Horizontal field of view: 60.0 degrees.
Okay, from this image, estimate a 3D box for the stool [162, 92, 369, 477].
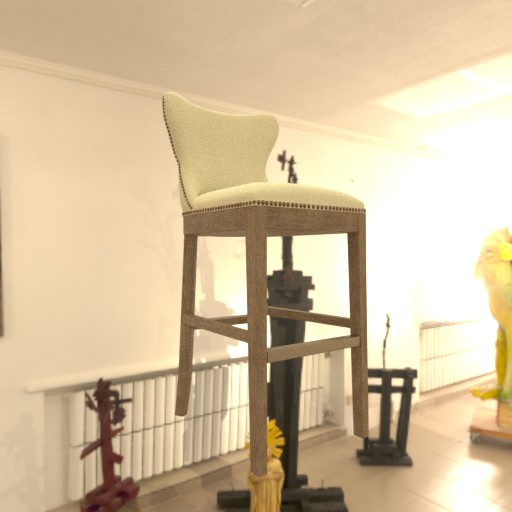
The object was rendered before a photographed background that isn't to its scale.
[{"bbox_3d":[0.000,0.000,1.488,0.494,1.123,0.606,-1,1,-36],"label":"stool"}]
